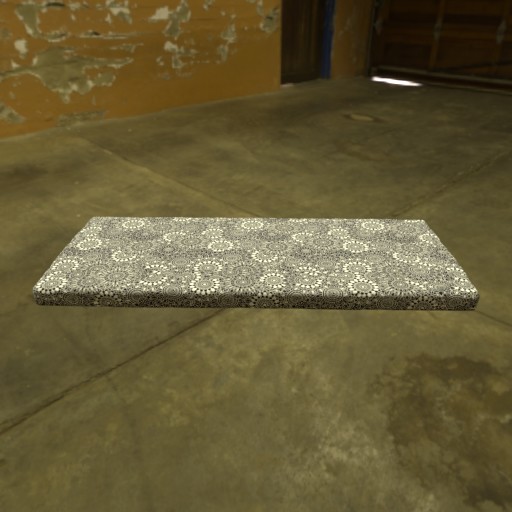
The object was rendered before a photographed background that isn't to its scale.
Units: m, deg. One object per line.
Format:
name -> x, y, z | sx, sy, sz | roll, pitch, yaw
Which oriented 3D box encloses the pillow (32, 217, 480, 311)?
pillow -> 0.000, 0.000, 1.344 | 1.187, 0.081, 0.492 | 1, 29, 1
